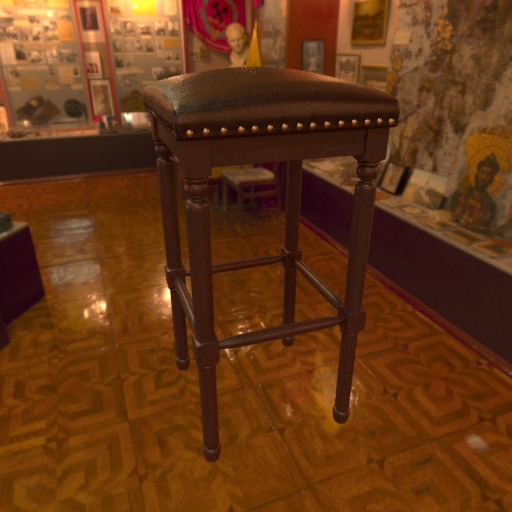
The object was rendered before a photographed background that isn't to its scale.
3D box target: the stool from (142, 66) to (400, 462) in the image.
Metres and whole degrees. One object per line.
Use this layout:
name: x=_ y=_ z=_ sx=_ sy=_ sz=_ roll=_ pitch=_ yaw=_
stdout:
stool: x=0.000 y=0.000 z=0.977 sx=0.383 sy=0.768 sz=0.382 roll=-9 pitch=27 yaw=-18
